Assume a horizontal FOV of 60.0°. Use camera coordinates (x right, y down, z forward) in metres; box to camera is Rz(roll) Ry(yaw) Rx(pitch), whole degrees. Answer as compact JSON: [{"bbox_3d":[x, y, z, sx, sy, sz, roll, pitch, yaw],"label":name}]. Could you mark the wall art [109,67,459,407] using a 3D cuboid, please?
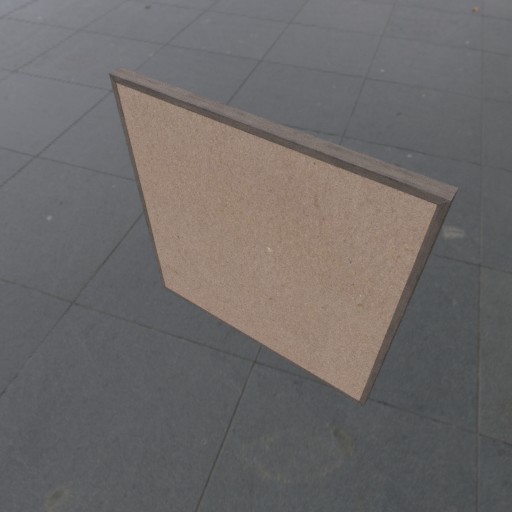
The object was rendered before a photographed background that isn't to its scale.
[{"bbox_3d":[0.000,0.000,1.127,0.762,0.762,0.038,27,53,22],"label":"wall art"}]
